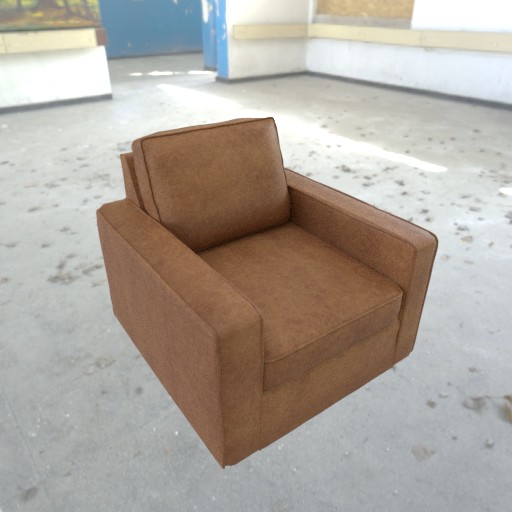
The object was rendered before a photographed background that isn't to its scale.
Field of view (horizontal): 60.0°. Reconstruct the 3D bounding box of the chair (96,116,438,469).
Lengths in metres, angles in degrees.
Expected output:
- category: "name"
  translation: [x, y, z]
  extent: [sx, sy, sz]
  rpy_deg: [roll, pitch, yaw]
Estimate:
- category: "chair"
  translation: [0.000, 0.000, 1.756]
  extent: [0.987, 0.901, 1.027]
  rpy_deg: [-22, 37, -32]
